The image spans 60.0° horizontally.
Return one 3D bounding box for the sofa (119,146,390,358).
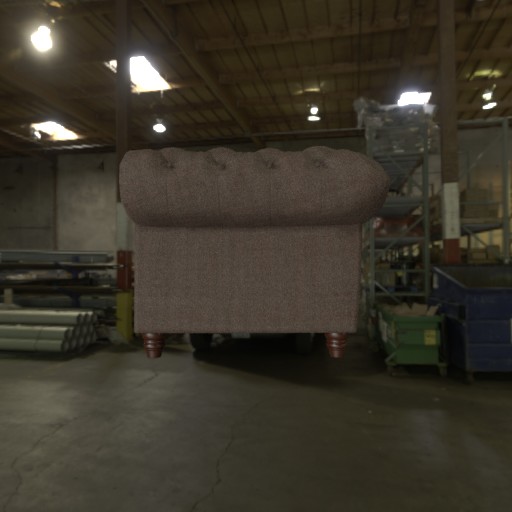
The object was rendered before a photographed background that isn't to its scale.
[{"bbox_3d":[0.000,0.000,2.468,0.944,0.780,2.048,0,-1,-1],"label":"sofa"}]
